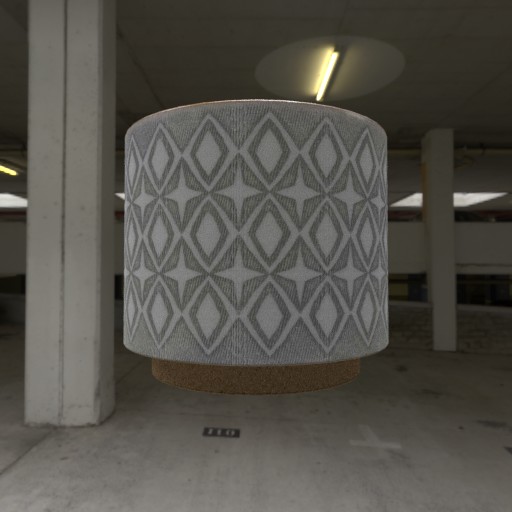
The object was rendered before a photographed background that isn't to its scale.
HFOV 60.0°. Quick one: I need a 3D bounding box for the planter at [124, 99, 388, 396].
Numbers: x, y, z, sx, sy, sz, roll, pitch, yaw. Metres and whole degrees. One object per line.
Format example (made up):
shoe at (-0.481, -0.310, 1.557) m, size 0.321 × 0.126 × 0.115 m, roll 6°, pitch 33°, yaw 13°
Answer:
planter at (0.000, 0.000, 0.447) m, size 0.255 × 0.223 × 0.255 m, roll 0°, pitch -1°, yaw 0°
